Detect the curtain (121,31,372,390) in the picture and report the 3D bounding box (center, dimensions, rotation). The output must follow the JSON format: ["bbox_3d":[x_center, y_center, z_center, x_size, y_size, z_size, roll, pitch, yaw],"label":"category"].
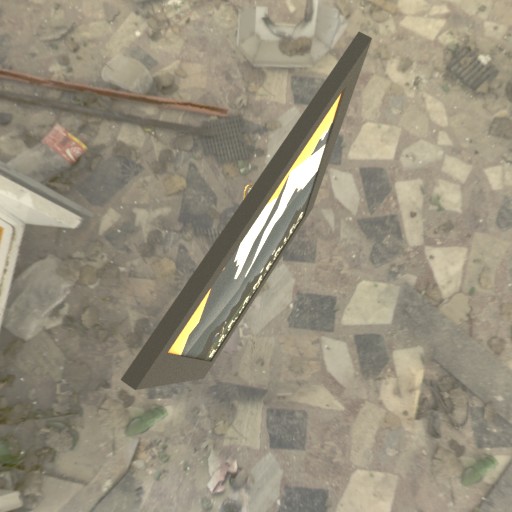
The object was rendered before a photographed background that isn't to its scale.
[{"bbox_3d":[0.000,0.000,0.770,0.027,0.585,0.483,32,78,8],"label":"curtain"}]
